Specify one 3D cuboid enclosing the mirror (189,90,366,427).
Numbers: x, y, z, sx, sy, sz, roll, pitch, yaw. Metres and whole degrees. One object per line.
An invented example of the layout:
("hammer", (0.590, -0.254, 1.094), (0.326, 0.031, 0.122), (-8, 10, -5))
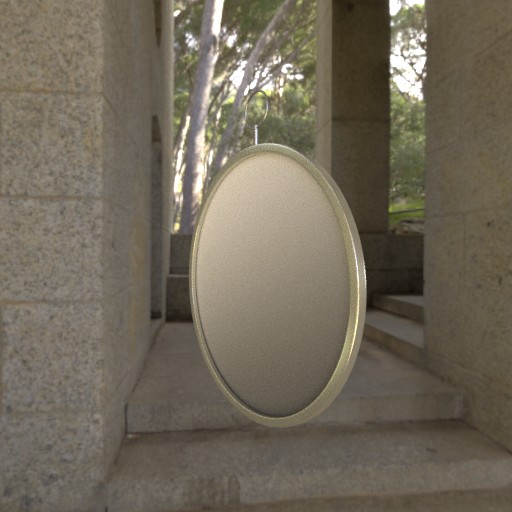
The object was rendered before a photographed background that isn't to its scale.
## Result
("mirror", (0.000, 0.000, 0.961), (0.020, 0.713, 0.594), (-1, 1, -36))
